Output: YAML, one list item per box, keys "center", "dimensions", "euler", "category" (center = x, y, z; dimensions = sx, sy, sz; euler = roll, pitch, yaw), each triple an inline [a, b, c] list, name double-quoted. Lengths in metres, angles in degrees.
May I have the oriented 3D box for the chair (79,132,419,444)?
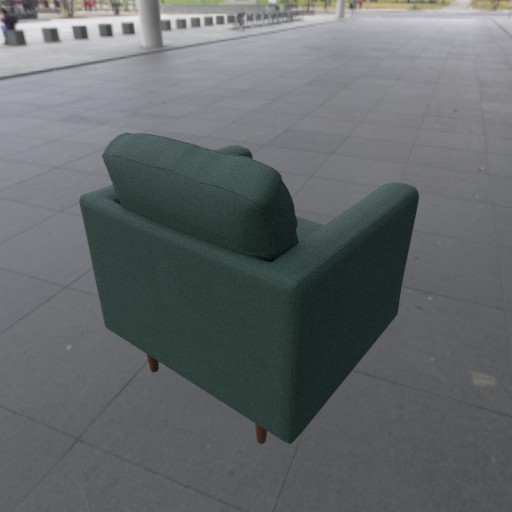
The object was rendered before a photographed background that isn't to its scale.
- center: [0.000, 0.000, 1.577]
  dimensions: [0.855, 0.927, 0.800]
  euler: [21, 36, 32]
  category: "chair"
